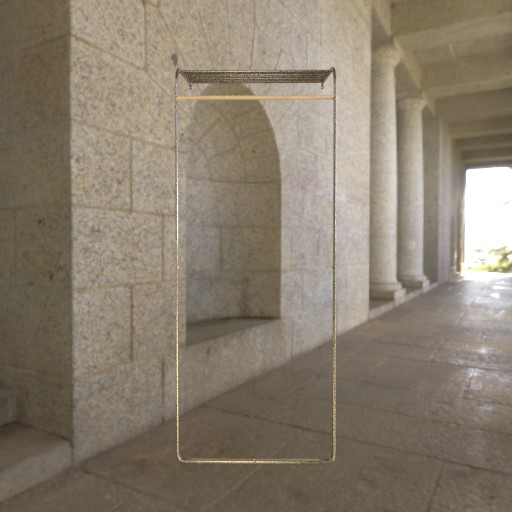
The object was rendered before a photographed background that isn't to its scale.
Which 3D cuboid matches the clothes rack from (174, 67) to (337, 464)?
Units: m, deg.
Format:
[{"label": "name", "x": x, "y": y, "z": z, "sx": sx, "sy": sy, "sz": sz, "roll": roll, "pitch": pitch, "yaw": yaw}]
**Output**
[{"label": "clothes rack", "x": 0.000, "y": 0.000, "z": 1.839, "sx": 0.609, "sy": 1.574, "sz": 0.349, "roll": 0, "pitch": 1, "yaw": 1}]
